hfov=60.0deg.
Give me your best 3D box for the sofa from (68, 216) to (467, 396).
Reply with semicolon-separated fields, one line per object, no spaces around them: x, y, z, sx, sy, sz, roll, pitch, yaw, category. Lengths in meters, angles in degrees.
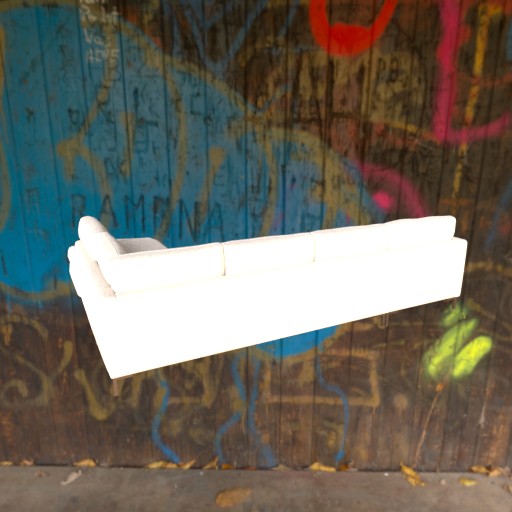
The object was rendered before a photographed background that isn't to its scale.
0.000;0.000;3.645;2.737;0.756;1.879;-8;18;-26;sofa
